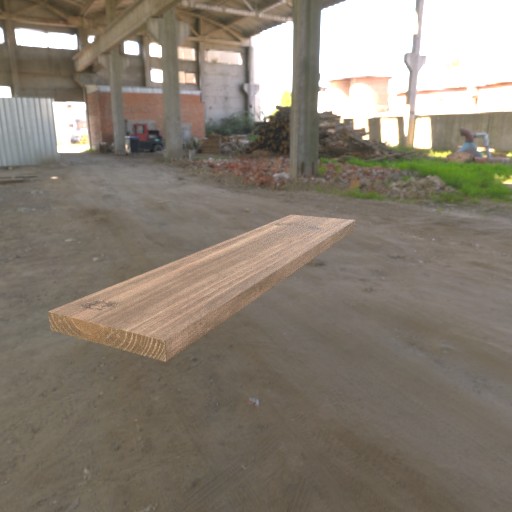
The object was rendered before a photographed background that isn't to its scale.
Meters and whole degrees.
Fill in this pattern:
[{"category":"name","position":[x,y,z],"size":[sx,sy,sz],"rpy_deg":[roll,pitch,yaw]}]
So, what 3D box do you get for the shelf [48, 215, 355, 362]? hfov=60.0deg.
[{"category":"shelf","position":[0.000,0.000,0.661],"size":[0.140,0.020,0.610],"rpy_deg":[8,17,26]}]
